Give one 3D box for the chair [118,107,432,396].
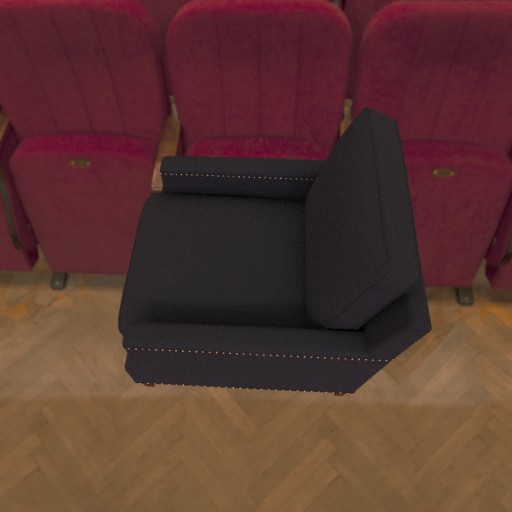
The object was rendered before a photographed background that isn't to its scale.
[{"bbox_3d":[0.000,0.000,1.724,1.014,0.943,0.853,2,58,1],"label":"chair"}]
